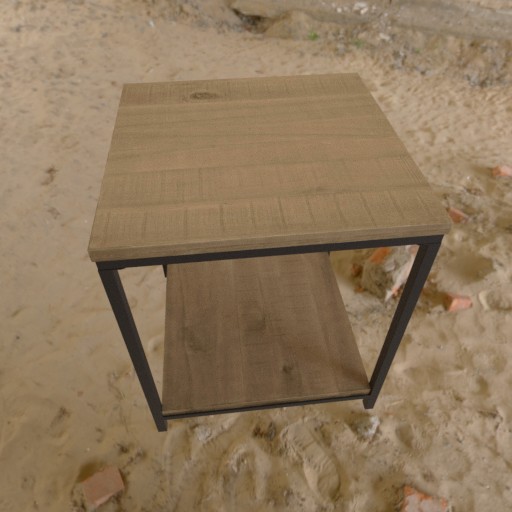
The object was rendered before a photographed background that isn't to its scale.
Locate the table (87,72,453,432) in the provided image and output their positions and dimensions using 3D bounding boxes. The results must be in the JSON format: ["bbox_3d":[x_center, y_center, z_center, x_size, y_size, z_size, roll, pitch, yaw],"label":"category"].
[{"bbox_3d":[0.000,0.000,0.993,0.507,0.589,0.503,-5,46,-4],"label":"table"}]
